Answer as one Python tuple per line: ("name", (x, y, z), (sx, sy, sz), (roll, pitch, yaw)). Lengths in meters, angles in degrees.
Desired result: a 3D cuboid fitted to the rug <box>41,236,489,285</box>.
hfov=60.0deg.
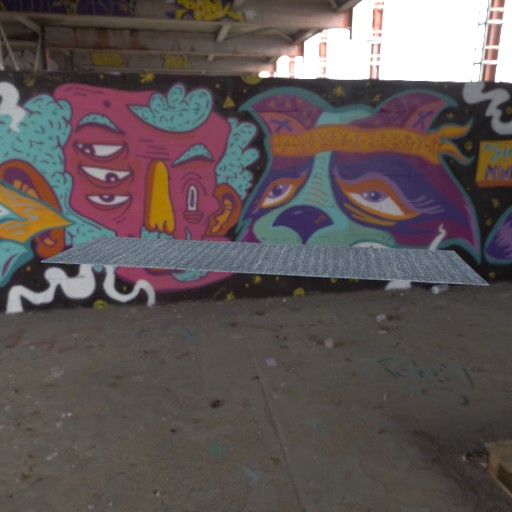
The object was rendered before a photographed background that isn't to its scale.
("rug", (0.000, 0.000, 2.704), (2.443, 0.008, 0.688), (3, 15, 10))
